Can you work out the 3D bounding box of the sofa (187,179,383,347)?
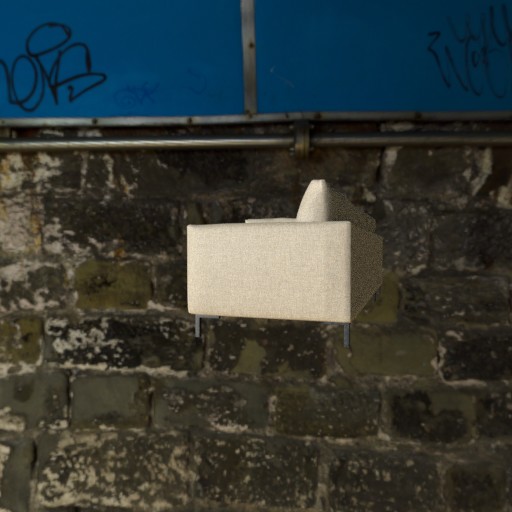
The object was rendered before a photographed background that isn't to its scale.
[{"bbox_3d":[0.000,0.000,3.150,1.617,0.703,2.423,0,1,19],"label":"sofa"}]
